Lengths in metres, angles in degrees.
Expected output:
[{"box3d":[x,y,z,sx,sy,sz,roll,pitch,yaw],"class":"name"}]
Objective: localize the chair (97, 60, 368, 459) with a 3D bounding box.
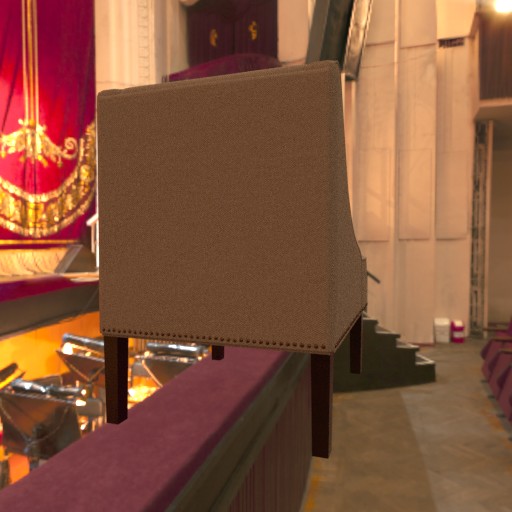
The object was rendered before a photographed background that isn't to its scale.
[{"box3d":[0.000,0.000,1.390,0.628,0.872,0.748,1,2,19],"class":"chair"}]
